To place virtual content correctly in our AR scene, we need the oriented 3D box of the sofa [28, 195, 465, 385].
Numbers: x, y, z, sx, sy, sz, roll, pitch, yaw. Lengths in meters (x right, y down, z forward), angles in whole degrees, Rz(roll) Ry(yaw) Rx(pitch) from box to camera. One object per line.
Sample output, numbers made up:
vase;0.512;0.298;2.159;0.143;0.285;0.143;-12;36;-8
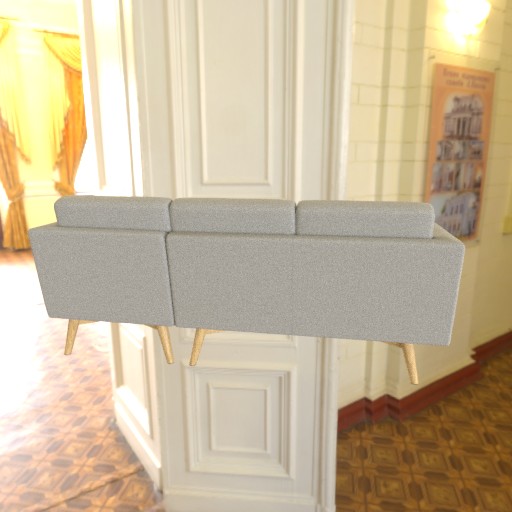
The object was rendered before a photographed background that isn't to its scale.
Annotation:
sofa;0.000;0.000;2.782;2.040;0.860;1.530;2;14;10
